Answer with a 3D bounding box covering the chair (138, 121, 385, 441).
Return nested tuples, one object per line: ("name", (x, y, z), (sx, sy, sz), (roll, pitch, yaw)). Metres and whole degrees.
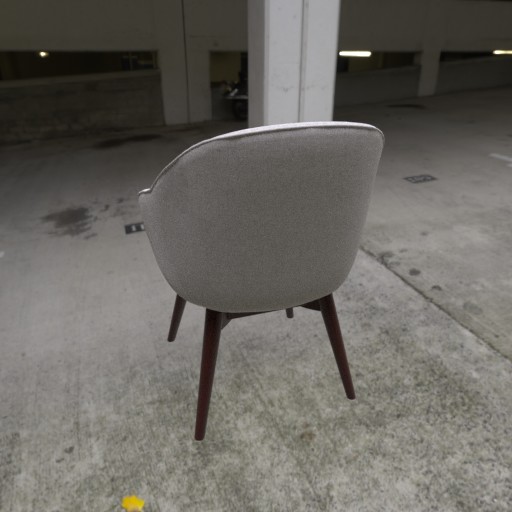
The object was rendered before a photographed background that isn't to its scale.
("chair", (0.000, 0.000, 1.265), (0.596, 0.823, 0.635), (-8, 26, -17))
